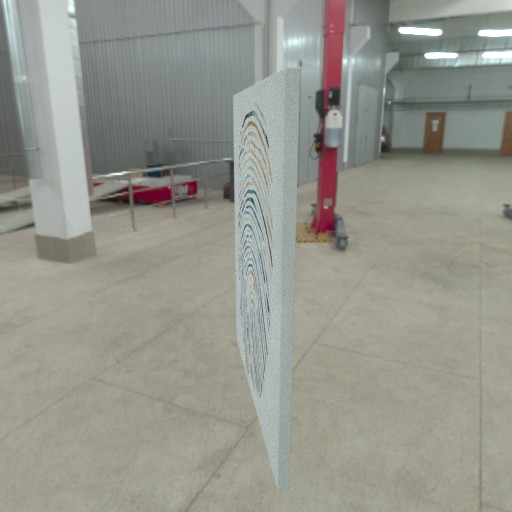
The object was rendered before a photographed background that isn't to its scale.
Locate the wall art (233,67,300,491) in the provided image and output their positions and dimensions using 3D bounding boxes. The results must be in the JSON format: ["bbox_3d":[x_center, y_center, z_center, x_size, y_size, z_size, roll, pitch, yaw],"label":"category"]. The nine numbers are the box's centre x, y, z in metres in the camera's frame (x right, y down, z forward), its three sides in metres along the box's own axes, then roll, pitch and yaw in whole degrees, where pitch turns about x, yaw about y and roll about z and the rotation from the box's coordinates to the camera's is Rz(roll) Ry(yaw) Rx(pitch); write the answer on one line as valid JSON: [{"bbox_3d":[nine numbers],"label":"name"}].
[{"bbox_3d":[0.000,0.000,0.990,0.021,0.710,0.609,-3,17,-9],"label":"wall art"}]
